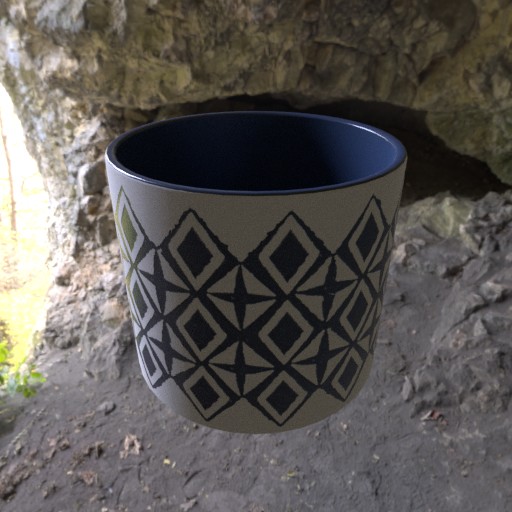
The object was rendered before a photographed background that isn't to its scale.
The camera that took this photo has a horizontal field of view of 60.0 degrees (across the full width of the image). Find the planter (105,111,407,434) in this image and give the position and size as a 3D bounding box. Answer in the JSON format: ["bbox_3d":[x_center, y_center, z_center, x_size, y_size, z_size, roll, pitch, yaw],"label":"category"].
[{"bbox_3d":[0.000,0.000,0.316,0.182,0.165,0.182,0,29,0],"label":"planter"}]
